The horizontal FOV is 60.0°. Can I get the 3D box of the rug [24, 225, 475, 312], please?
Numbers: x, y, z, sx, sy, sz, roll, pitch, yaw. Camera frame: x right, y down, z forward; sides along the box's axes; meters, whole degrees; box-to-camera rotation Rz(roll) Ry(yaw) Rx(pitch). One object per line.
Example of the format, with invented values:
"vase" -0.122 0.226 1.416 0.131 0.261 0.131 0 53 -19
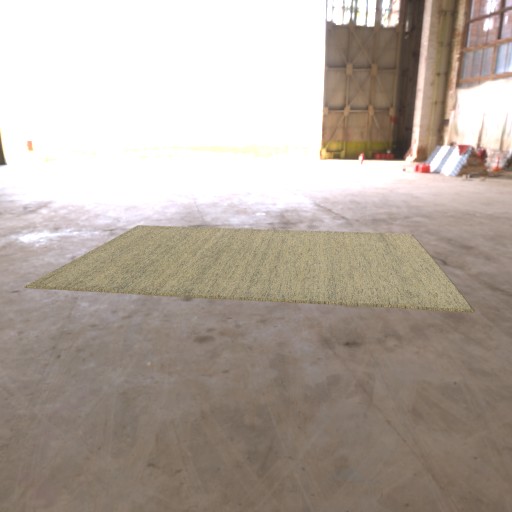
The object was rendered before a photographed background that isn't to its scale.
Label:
"rug" 0.000 0.000 2.370 1.846 0.014 1.243 2 17 8
